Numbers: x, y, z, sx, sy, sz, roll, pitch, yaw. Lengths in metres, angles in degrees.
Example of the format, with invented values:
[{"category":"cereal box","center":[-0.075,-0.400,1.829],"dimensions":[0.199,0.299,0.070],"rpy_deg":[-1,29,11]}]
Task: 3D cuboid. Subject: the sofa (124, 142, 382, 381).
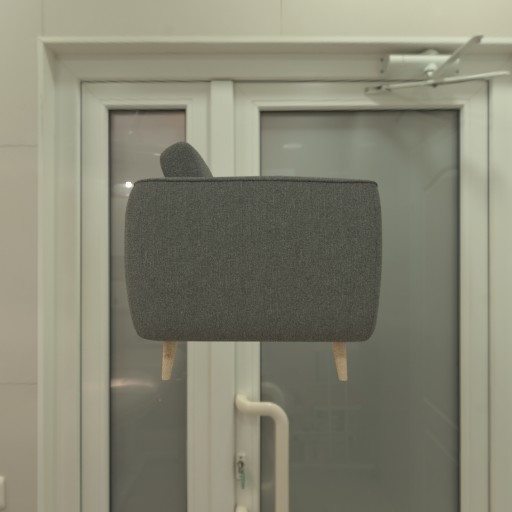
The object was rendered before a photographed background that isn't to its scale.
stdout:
[{"category":"sofa","center":[0.000,0.000,2.256],"dimensions":[0.920,0.870,1.700],"rpy_deg":[0,0,1]}]
